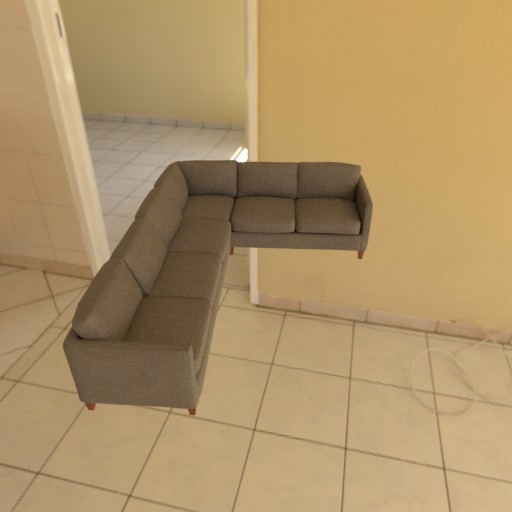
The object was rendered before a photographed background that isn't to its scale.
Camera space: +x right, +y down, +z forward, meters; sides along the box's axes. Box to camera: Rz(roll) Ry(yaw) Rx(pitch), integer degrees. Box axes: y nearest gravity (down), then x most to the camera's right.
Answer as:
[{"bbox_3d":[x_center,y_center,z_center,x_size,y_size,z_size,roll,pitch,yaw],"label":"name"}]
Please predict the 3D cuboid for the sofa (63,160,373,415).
[{"bbox_3d":[0.000,0.000,4.507,2.593,0.947,3.302,2,33,3],"label":"sofa"}]
